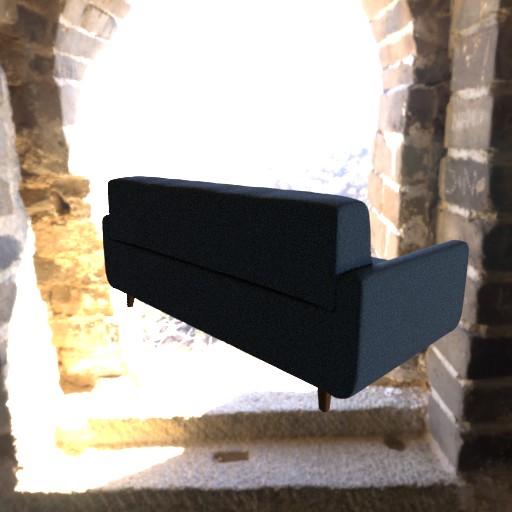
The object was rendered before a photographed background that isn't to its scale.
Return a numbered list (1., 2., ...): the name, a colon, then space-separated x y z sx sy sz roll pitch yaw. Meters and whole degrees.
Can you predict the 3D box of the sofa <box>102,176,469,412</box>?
1. sofa: 0.000 0.000 2.597 0.942 0.884 2.055 -13 19 -42
